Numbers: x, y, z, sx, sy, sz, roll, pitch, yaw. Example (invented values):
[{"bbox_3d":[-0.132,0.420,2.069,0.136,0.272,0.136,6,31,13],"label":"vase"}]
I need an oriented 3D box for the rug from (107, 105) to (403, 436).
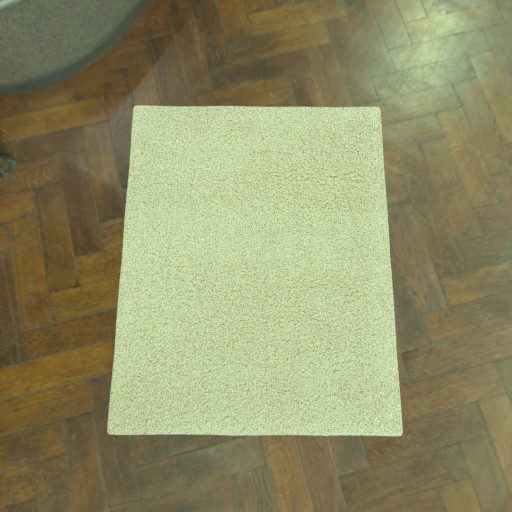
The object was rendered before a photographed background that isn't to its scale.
[{"bbox_3d":[0.000,0.000,4.017,2.438,0.029,3.047,0,76,0],"label":"rug"}]
